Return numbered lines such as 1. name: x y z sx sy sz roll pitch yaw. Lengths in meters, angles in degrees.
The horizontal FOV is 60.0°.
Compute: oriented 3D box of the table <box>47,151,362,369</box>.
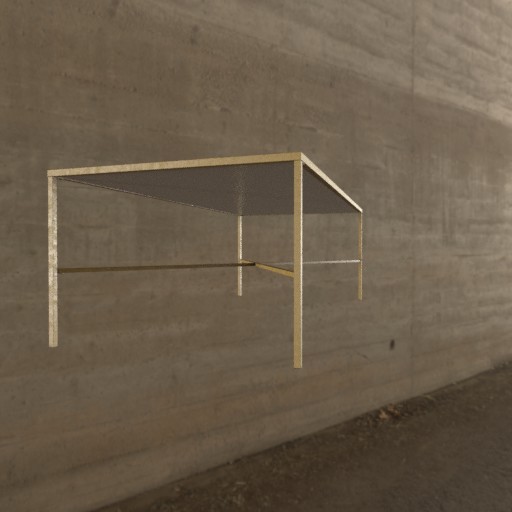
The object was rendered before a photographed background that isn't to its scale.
1. table: 0.000 0.000 1.474 0.580 0.398 1.206 0 1 19
